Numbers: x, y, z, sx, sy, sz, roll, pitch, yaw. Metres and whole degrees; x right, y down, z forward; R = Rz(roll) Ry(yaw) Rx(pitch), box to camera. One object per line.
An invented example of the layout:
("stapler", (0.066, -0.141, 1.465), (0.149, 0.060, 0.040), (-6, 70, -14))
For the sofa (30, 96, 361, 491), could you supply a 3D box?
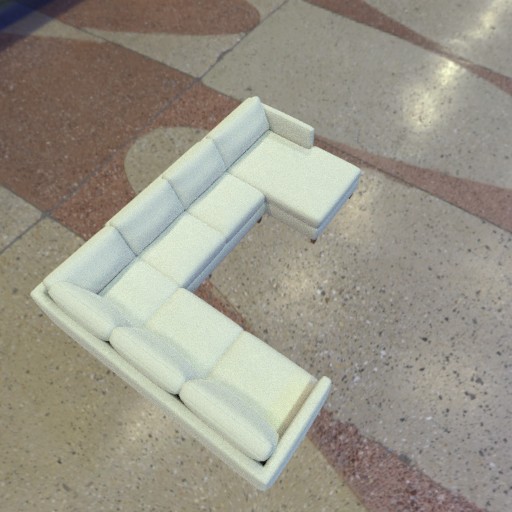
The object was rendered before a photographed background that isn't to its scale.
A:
("sofa", (0.000, 0.000, 4.325), (2.551, 0.853, 3.238), (31, 63, 18))
